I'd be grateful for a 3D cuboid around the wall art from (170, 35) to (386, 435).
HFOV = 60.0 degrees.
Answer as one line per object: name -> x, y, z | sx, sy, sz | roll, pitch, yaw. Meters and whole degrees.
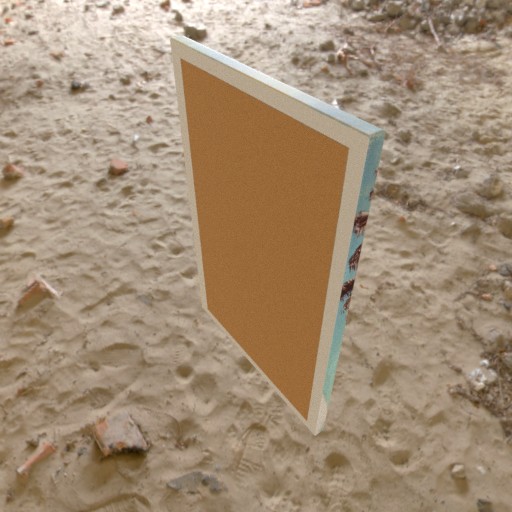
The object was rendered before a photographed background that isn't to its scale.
wall art -> 0.000, 0.000, 1.136 | 0.037, 0.915, 0.605 | -27, 48, -27
